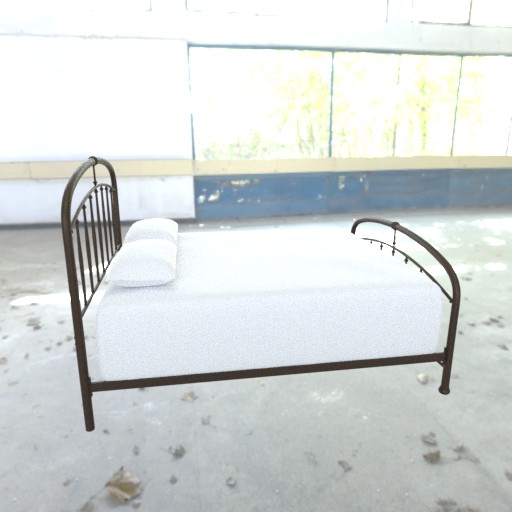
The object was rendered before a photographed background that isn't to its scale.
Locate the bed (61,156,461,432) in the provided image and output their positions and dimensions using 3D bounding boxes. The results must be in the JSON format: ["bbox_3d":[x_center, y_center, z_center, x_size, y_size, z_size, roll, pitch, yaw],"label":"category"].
[{"bbox_3d":[0.000,0.000,3.194,2.180,1.425,1.711,-3,16,-9],"label":"bed"}]
